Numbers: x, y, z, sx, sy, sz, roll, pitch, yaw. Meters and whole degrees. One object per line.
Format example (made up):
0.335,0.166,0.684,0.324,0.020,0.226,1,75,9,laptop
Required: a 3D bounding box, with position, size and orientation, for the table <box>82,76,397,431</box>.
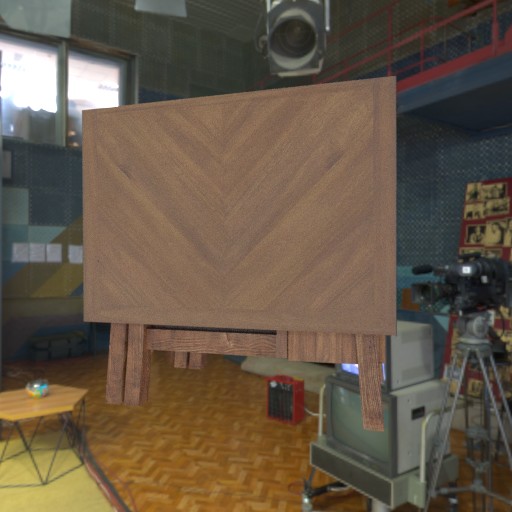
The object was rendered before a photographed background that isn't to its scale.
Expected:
0.000,0.000,1.629,0.967,0.981,0.701,0,0,16,table
